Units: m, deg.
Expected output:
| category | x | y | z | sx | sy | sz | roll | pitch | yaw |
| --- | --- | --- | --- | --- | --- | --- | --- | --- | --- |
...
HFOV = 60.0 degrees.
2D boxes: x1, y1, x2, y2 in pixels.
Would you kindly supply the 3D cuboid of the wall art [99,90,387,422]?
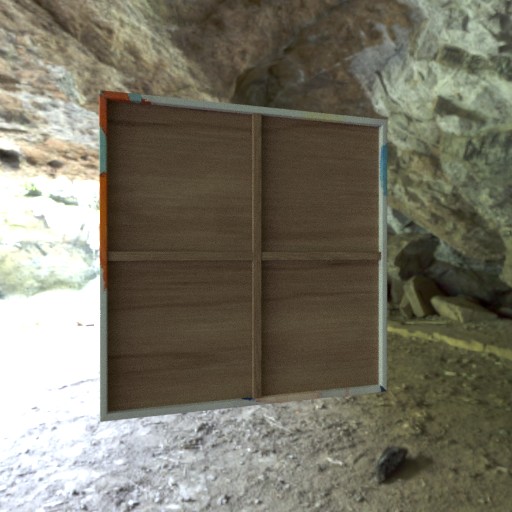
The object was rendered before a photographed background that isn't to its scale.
| category | x | y | z | sx | sy | sz | roll | pitch | yaw |
| --- | --- | --- | --- | --- | --- | --- | --- | --- | --- |
| wall art | 0.000 | 0.000 | 1.527 | 1.017 | 1.017 | 0.044 | 0 | 0 | -17 |
